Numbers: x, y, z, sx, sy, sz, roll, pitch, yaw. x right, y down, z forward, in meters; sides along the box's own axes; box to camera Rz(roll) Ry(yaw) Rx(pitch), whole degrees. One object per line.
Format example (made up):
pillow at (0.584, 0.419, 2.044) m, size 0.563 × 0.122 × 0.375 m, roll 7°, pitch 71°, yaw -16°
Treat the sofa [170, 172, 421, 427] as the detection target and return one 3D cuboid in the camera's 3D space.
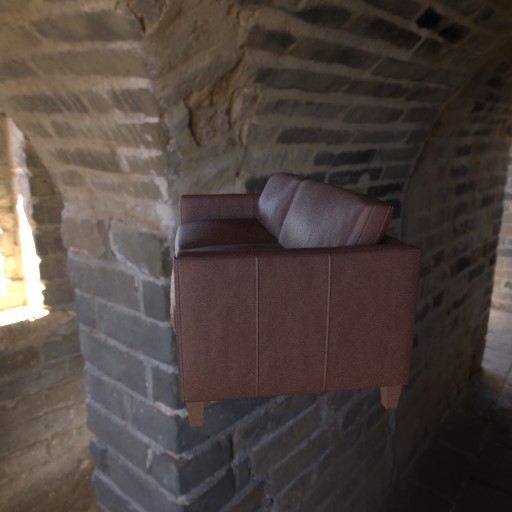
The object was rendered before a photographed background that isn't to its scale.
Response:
sofa at (0.000, 0.000, 2.514) m, size 0.923 × 0.863 × 1.971 m, roll -2°, pitch 14°, yaw -9°
